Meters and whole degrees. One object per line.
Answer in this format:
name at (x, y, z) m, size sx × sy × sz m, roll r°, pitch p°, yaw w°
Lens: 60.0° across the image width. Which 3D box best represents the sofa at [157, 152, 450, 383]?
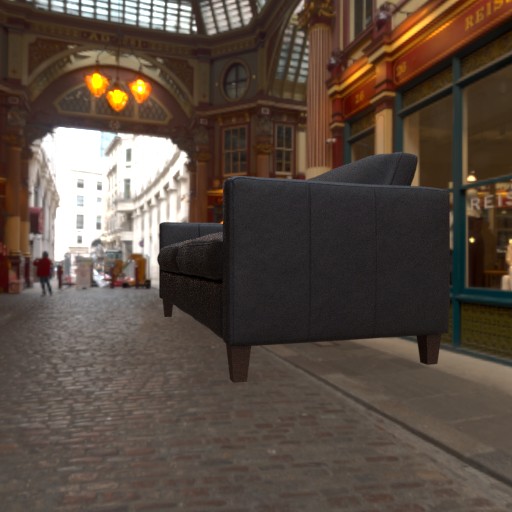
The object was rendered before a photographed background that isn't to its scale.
sofa at (0.000, 0.000, 2.470) m, size 0.933 × 0.863 × 1.971 m, roll 0°, pitch -1°, yaw -19°
